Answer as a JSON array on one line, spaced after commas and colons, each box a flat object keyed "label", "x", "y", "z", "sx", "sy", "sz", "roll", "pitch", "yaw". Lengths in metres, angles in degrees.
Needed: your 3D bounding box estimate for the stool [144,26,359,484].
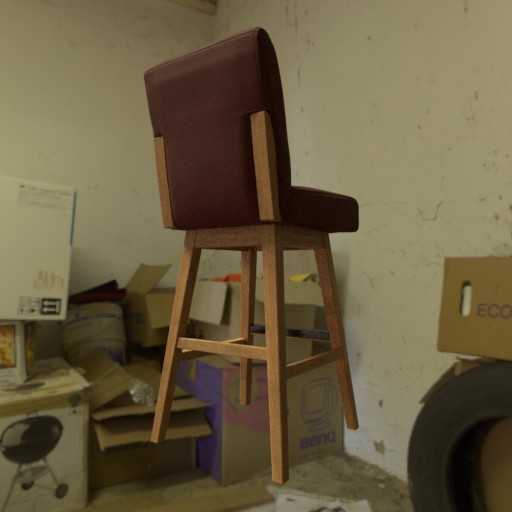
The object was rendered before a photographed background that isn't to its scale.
[{"label": "stool", "x": 0.000, "y": 0.000, "z": 1.360, "sx": 0.468, "sy": 1.093, "sz": 0.562, "roll": -1, "pitch": -2, "yaw": 35}]
